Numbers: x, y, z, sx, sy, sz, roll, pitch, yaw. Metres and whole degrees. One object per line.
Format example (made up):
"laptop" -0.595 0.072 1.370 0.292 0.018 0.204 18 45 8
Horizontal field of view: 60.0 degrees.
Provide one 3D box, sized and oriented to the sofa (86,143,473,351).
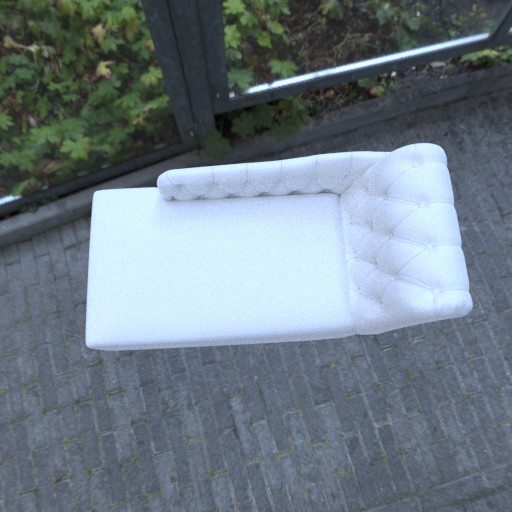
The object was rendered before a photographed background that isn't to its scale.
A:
"sofa" 0.000 0.000 1.812 1.379 0.787 0.675 -3 75 -1
